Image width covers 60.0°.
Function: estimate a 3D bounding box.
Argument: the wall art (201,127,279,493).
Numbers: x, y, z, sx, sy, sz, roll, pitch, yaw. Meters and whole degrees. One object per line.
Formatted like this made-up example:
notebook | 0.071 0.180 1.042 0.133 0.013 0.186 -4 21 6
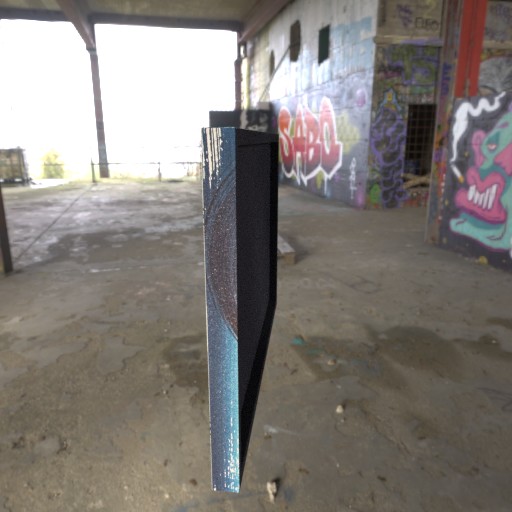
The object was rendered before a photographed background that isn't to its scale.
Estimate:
wall art | 0.000 0.000 0.754 0.033 0.406 0.609 2 15 6
